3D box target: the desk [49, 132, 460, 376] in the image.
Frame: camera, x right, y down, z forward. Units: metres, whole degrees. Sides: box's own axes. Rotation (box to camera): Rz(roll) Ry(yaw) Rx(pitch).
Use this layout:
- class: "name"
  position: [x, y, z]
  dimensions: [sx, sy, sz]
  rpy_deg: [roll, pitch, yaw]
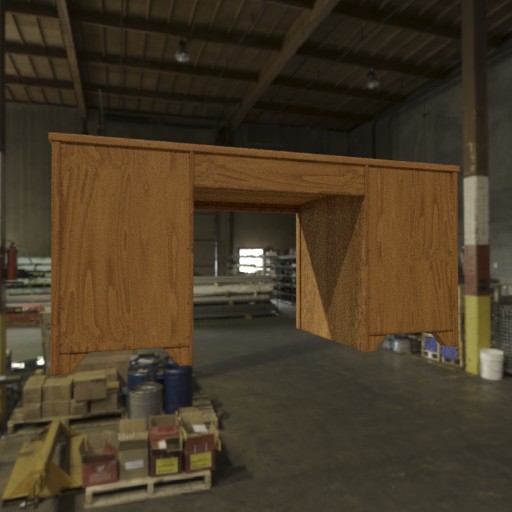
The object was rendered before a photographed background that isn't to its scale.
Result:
- class: "desk"
  position: [0.000, 0.000, 1.929]
  dimensions: [1.567, 0.751, 0.685]
  rpy_deg: [0, -1, -18]
